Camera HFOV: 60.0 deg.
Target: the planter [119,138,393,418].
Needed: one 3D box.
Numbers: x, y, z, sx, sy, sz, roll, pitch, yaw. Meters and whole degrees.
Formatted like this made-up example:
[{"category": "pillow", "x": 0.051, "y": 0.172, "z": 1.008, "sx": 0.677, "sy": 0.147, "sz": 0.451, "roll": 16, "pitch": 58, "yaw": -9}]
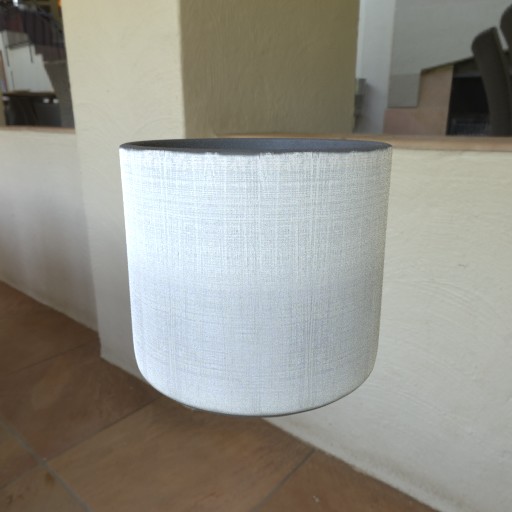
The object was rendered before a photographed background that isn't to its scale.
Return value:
[{"category": "planter", "x": 0.000, "y": 0.000, "z": 0.402, "sx": 0.226, "sy": 0.201, "sz": 0.226, "roll": 0, "pitch": 17, "yaw": 0}]
